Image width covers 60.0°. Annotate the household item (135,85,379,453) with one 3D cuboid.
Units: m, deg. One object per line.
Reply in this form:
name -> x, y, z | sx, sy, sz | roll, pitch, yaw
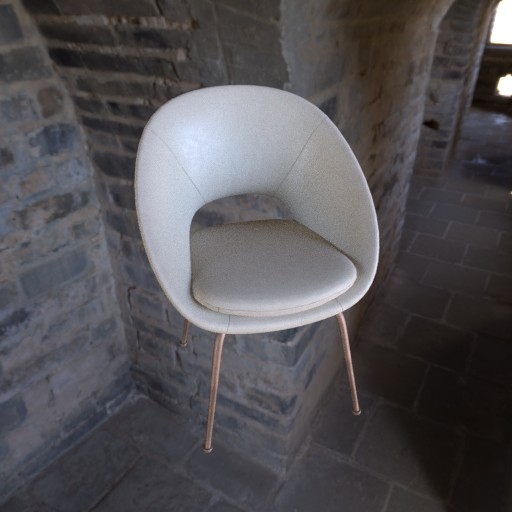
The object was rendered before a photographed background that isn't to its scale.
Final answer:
household item -> 0.000, 0.000, 1.273 | 0.623, 0.852, 0.573 | -8, 30, -14
